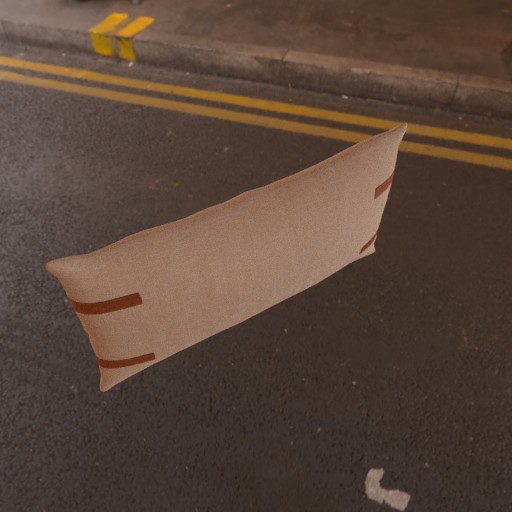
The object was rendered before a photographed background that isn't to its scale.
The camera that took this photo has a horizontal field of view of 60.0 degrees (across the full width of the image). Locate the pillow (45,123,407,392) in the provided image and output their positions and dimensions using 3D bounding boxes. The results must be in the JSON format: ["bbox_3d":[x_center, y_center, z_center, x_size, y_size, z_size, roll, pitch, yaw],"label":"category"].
[{"bbox_3d":[0.000,0.000,0.742,0.612,0.308,0.148,-25,51,-22],"label":"pillow"}]
